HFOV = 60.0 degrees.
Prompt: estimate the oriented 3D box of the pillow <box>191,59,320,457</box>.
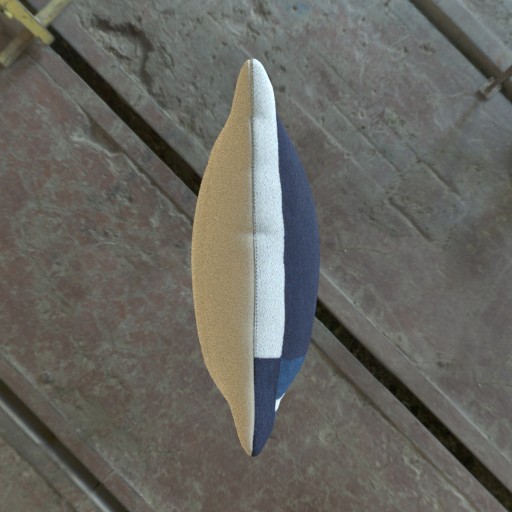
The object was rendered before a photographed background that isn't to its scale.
[{"bbox_3d":[0.000,0.000,0.806,0.229,0.506,0.536,0,90,1],"label":"pillow"}]
